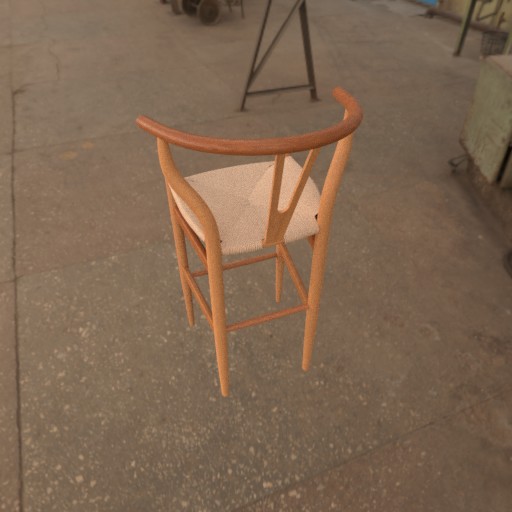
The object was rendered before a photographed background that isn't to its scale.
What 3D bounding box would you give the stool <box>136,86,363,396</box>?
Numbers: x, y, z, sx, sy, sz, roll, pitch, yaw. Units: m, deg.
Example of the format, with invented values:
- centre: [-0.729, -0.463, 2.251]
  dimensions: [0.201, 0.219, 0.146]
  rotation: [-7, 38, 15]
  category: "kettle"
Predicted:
- centre: [0.000, 0.000, 1.418]
  dimensions: [0.574, 1.068, 0.561]
  rotation: [-14, 43, -15]
  category: "stool"
